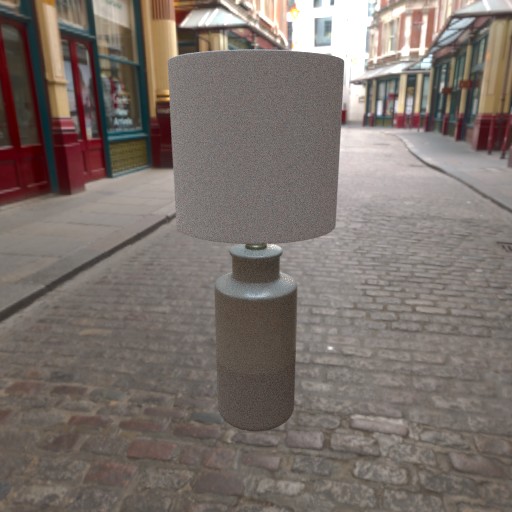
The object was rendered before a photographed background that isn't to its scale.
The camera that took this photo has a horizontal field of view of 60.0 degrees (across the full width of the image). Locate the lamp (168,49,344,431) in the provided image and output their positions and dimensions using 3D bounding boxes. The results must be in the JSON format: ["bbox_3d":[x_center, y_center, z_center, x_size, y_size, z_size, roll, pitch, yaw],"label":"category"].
[{"bbox_3d":[0.000,0.000,0.612,0.212,0.493,0.212,3,17,10],"label":"lamp"}]
